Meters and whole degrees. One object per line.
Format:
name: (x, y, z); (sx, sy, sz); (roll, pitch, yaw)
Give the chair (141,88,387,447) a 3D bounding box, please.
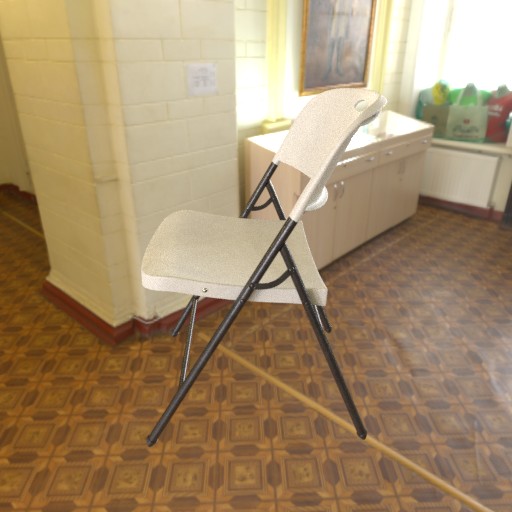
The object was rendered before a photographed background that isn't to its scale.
chair: (0.000, 0.000, 1.160); (0.566, 0.810, 0.494); (-1, 25, -2)
